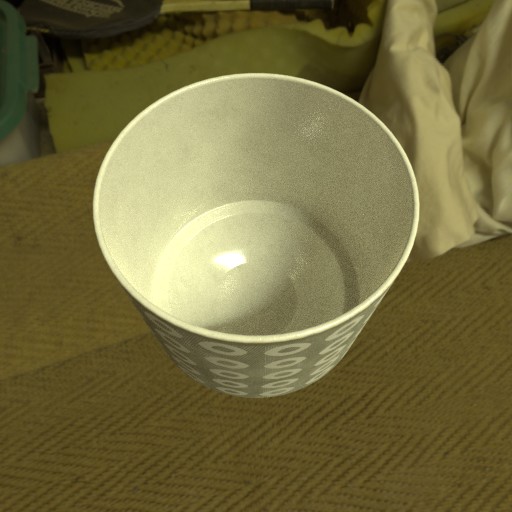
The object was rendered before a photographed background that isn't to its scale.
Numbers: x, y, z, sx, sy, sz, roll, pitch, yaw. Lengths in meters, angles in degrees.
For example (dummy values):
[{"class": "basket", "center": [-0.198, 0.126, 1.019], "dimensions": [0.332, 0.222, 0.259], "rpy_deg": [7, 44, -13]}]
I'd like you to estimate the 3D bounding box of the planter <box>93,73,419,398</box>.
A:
[{"class": "planter", "center": [0.000, 0.000, 0.340], "dimensions": [0.190, 0.181, 0.190], "rpy_deg": [0, 62, 0]}]
